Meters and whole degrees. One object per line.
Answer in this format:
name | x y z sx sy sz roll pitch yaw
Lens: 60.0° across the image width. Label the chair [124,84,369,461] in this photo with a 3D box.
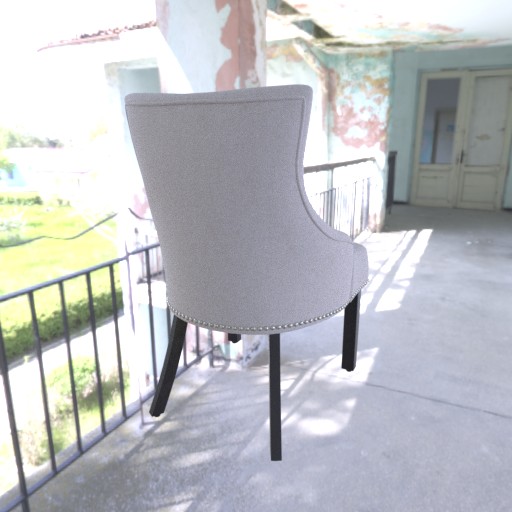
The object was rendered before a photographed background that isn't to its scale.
chair | 0.000 0.000 1.339 0.566 0.909 0.629 8 17 27
